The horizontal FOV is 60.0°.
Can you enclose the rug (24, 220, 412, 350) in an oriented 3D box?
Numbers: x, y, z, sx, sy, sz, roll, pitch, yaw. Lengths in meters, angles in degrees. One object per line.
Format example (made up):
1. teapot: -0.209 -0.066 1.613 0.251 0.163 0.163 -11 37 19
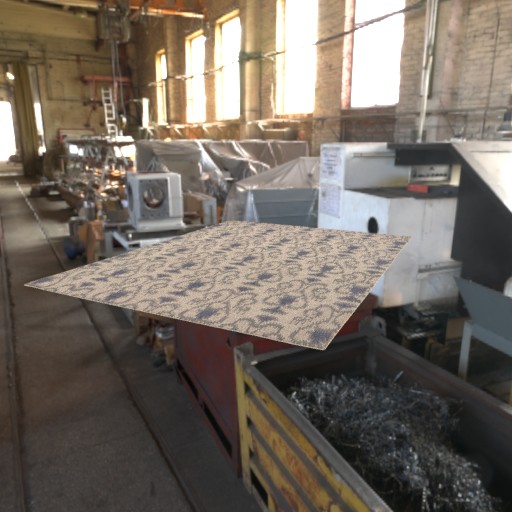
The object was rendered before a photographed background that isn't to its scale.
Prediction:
1. rug: 0.000 0.000 4.285 2.437 0.015 3.205 7 16 26
